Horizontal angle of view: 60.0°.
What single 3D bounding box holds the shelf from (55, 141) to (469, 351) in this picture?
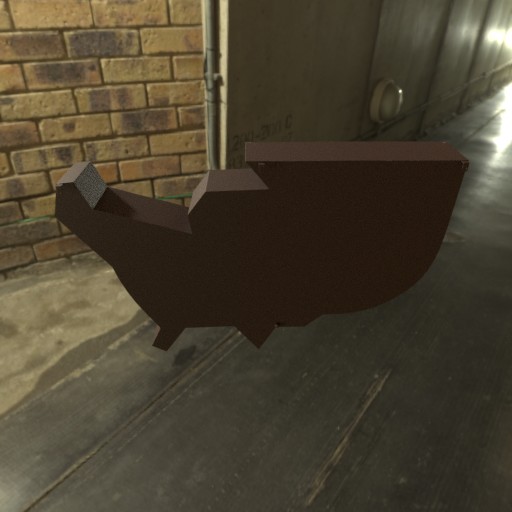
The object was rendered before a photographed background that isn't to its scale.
[{"bbox_3d":[0.000,0.000,0.909,0.729,0.439,0.112,-1,32,-1],"label":"shelf"}]
